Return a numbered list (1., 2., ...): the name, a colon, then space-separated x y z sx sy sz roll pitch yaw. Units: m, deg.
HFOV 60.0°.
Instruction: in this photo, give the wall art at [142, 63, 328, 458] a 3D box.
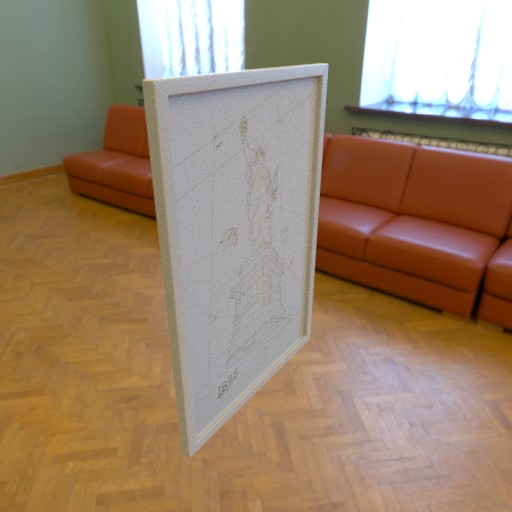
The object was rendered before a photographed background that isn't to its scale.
1. wall art: 0.000 0.000 1.047 0.026 0.813 0.556 18 32 32
